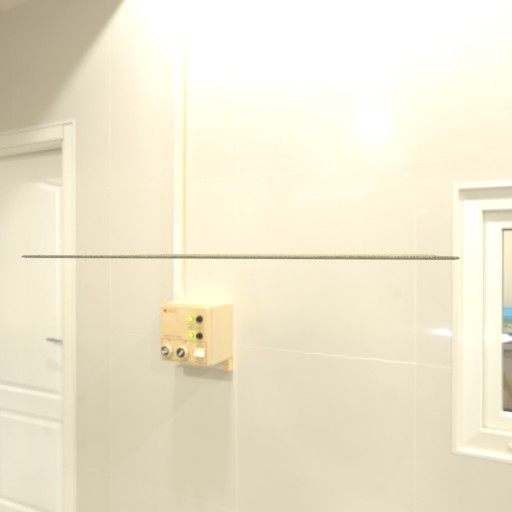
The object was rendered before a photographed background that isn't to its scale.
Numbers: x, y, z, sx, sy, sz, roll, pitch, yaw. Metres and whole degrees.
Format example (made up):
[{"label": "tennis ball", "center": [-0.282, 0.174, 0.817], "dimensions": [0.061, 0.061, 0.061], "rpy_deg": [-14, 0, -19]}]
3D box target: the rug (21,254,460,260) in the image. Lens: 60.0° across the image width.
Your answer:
[{"label": "rug", "center": [0.000, 0.000, 2.913], "dimensions": [2.270, 0.017, 1.606], "rpy_deg": [0, 0, 18]}]
